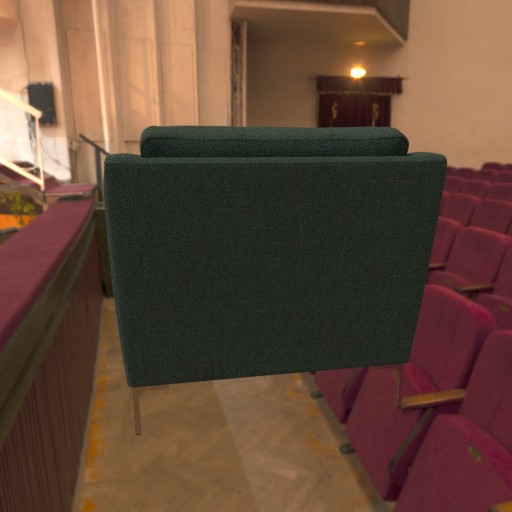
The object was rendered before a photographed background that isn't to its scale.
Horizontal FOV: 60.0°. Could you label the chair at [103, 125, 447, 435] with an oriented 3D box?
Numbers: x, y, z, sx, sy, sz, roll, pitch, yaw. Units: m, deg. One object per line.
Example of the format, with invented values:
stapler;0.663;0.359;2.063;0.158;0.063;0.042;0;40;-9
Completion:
chair;0.000;0.000;1.503;0.847;0.828;0.849;-2;15;-9
